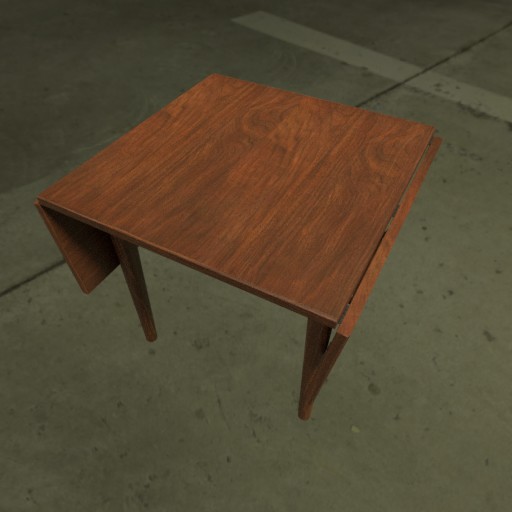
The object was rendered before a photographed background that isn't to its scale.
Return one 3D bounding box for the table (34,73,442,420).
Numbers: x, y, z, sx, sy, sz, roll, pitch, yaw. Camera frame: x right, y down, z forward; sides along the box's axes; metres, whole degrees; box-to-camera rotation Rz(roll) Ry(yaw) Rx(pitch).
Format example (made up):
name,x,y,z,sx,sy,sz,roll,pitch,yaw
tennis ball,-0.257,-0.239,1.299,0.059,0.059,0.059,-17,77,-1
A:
name,x,y,z,sx,sy,sz,roll,pitch,yaw
table,0.000,0.000,1.476,0.843,0.763,0.812,21,49,20
